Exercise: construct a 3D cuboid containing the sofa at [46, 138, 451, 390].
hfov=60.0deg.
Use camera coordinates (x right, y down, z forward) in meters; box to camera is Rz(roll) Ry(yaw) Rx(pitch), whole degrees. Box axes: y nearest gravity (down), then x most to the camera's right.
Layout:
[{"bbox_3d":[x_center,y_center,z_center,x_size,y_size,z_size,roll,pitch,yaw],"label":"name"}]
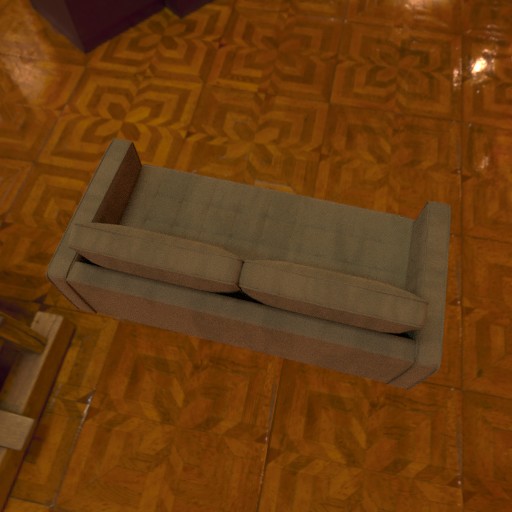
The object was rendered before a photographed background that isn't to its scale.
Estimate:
[{"bbox_3d":[0.000,0.000,2.417,1.920,0.825,0.924,12,64,6],"label":"sofa"}]
